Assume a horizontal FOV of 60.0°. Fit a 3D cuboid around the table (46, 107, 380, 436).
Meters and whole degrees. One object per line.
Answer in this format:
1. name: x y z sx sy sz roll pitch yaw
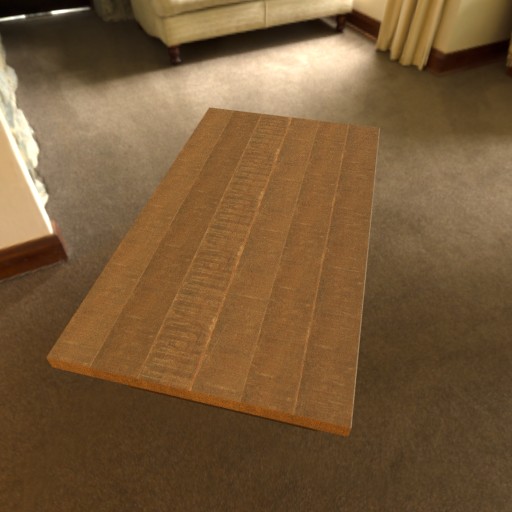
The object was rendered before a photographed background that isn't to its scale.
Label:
1. table: 0.000 0.000 1.734 0.800 0.440 1.400 10 47 9
